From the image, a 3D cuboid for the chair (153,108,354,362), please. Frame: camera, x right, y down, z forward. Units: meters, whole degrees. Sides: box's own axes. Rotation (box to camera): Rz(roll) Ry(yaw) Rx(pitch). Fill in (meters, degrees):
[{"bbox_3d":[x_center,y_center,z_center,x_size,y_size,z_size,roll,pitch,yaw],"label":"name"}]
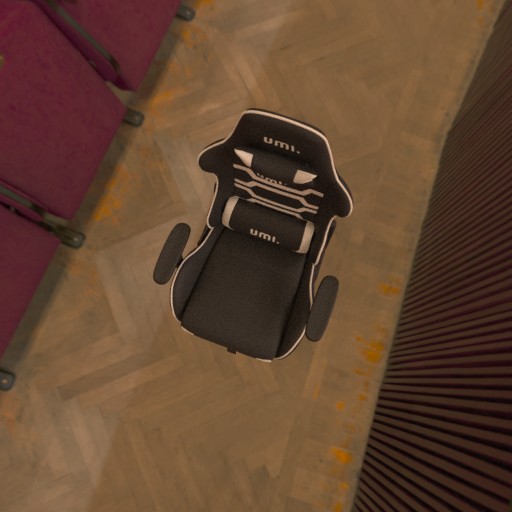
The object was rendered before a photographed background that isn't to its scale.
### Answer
[{"bbox_3d":[0.000,0.000,1.680,0.700,1.240,0.700,20,75,5],"label":"chair"}]
